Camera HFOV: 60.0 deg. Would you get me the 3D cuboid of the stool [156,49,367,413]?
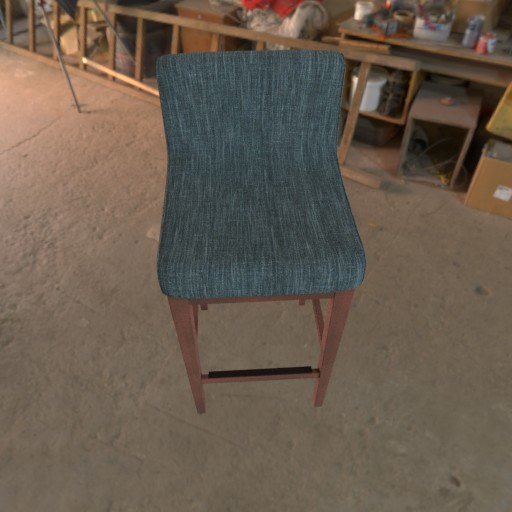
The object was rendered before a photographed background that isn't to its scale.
[{"bbox_3d":[0.000,0.000,1.092,0.395,0.835,0.459,-2,46,-2],"label":"stool"}]
